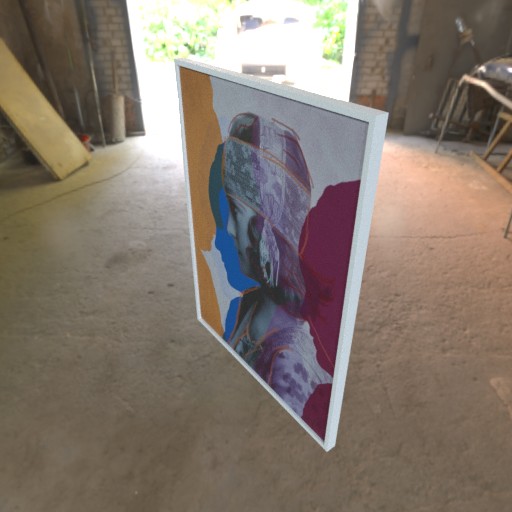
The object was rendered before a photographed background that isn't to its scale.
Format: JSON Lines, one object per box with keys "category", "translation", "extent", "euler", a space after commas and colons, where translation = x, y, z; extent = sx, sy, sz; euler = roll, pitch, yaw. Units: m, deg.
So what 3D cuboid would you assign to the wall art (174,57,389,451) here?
{"category": "wall art", "translation": [0.000, 0.000, 1.391], "extent": [0.039, 1.050, 0.795], "euler": [-22, 39, -30]}
